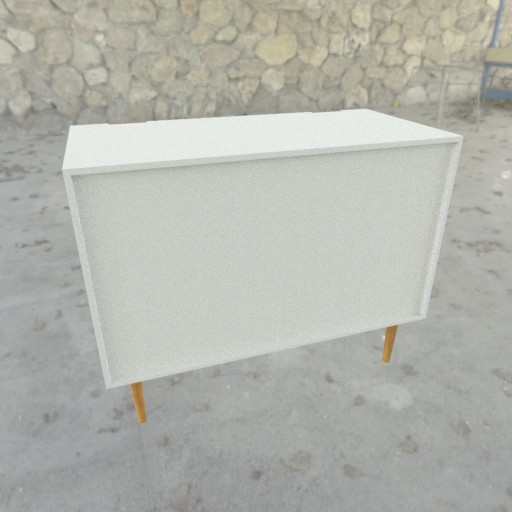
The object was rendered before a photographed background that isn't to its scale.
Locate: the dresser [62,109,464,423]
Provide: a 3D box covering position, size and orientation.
[{"bbox_3d":[0.000,0.000,1.297,0.905,0.721,0.457,-9,28,-17],"label":"dresser"}]
